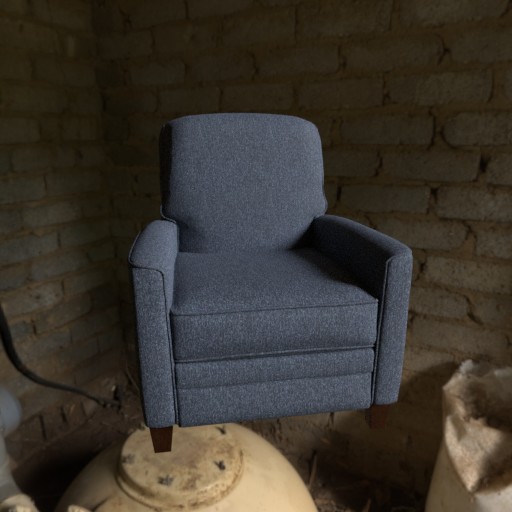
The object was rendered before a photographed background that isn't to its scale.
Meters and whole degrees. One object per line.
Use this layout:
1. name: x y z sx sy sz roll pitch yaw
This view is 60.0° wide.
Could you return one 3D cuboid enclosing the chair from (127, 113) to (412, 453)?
1. chair: 0.000 0.000 1.614 0.839 1.016 0.850 -3 16 -9
